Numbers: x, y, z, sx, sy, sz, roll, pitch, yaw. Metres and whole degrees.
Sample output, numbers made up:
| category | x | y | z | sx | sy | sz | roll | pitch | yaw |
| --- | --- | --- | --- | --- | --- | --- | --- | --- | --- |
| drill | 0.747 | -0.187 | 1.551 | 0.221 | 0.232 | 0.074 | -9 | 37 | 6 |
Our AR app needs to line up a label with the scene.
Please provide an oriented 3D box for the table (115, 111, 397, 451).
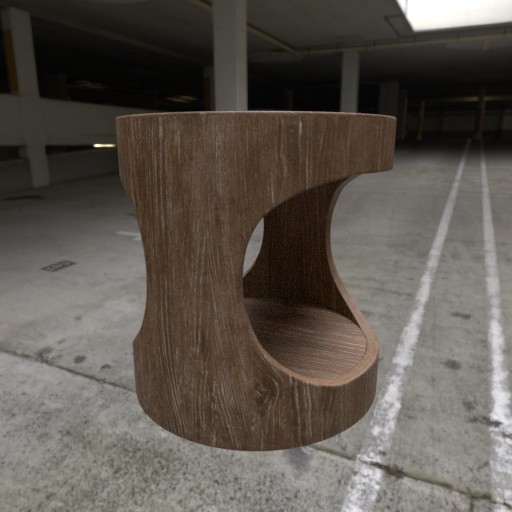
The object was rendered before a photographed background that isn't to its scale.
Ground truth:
| category | x | y | z | sx | sy | sz | roll | pitch | yaw |
| --- | --- | --- | --- | --- | --- | --- | --- | --- | --- |
| table | 0.000 | 0.000 | 0.938 | 0.527 | 0.551 | 0.527 | 0 | 14 | 0 |
